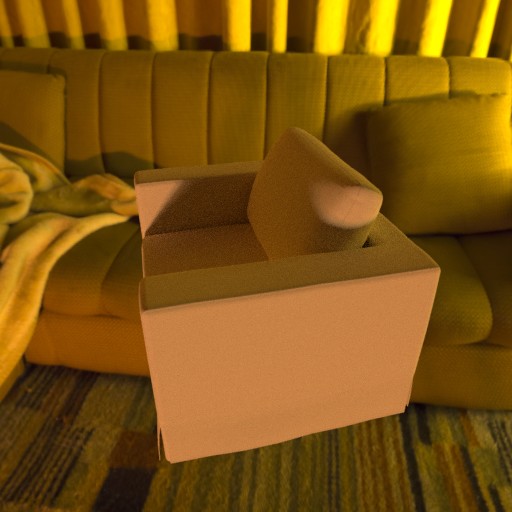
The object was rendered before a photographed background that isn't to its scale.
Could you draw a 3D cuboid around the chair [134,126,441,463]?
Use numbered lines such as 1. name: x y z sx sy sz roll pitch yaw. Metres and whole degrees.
1. chair: 0.000 0.000 1.854 0.957 0.878 1.150 -7 32 -12
